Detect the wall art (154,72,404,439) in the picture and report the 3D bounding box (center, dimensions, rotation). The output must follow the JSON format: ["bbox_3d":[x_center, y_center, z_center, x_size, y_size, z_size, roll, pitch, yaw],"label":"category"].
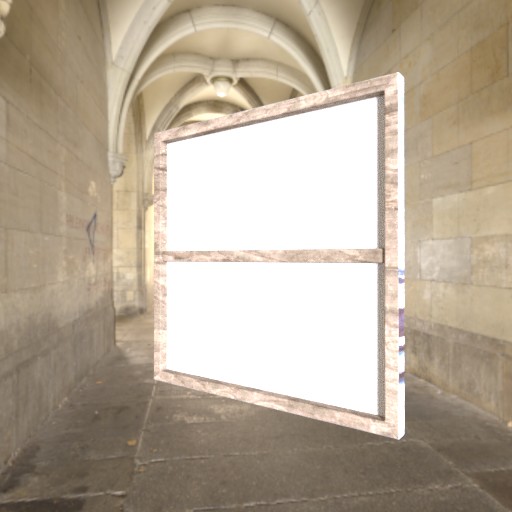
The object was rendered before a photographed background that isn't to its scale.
[{"bbox_3d":[0.000,0.000,1.134,0.747,0.747,0.035,0,0,37],"label":"wall art"}]
